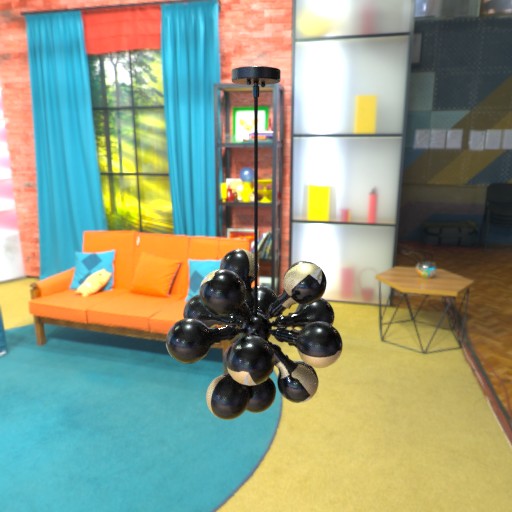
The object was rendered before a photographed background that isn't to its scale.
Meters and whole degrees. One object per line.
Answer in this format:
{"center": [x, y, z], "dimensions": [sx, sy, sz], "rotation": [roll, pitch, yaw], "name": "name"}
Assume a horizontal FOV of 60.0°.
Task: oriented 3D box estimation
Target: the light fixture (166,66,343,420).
{"center": [0.000, 0.000, 1.099], "dimensions": [0.468, 0.859, 0.420], "rotation": [-7, 15, -25], "name": "light fixture"}
